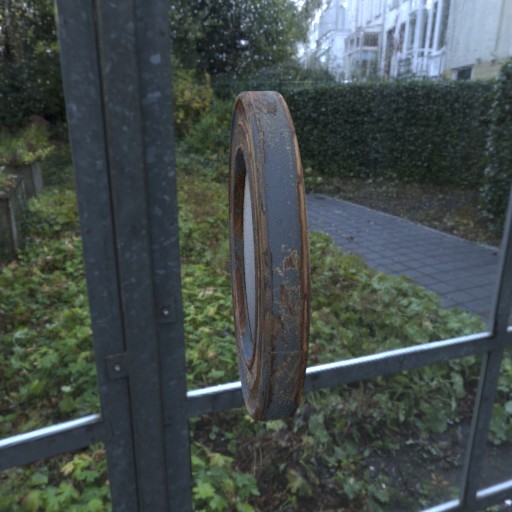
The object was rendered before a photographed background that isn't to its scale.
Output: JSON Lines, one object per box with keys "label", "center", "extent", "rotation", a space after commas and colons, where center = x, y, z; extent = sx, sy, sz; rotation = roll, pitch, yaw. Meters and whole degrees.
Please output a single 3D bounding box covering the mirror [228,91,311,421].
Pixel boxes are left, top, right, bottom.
{"label": "mirror", "center": [0.000, 0.000, 0.838], "extent": [0.061, 0.585, 0.585], "rotation": [-2, 18, -7]}
